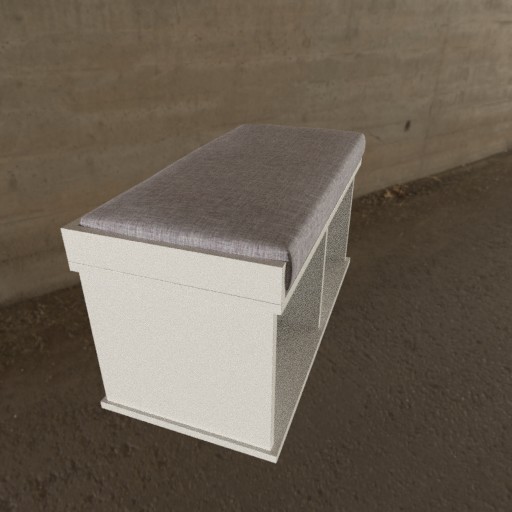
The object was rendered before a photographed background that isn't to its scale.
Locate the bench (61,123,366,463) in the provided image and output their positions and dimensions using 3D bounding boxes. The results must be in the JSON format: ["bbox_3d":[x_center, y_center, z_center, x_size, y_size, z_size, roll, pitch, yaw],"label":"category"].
[{"bbox_3d":[0.000,0.000,1.014,0.362,0.461,0.734,10,30,18],"label":"bench"}]
